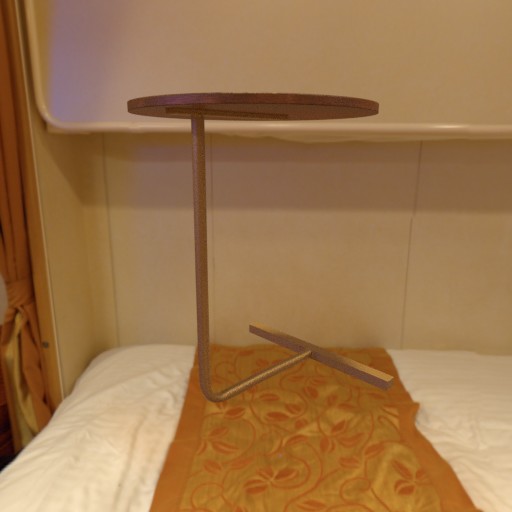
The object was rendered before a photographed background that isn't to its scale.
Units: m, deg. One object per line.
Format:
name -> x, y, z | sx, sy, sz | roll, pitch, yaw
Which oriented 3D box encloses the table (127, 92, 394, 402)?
table -> 0.000, 0.000, 1.099 | 0.577, 0.706, 0.530 | -13, 19, -42
